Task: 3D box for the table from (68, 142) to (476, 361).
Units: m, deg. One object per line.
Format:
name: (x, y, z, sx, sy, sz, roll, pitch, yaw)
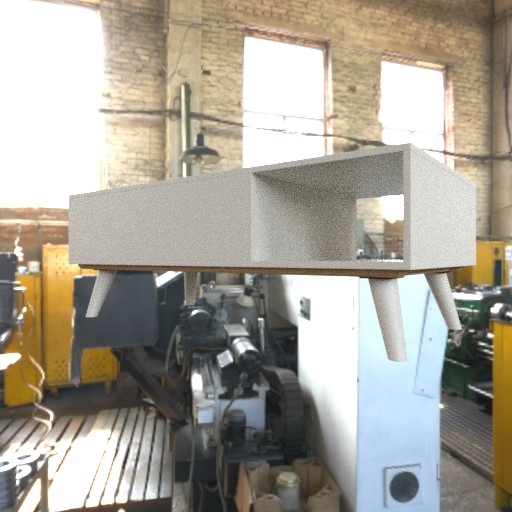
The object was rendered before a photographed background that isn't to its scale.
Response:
table: (0.000, 0.000, 1.445, 1.194, 0.432, 0.609, 0, 0, 37)
